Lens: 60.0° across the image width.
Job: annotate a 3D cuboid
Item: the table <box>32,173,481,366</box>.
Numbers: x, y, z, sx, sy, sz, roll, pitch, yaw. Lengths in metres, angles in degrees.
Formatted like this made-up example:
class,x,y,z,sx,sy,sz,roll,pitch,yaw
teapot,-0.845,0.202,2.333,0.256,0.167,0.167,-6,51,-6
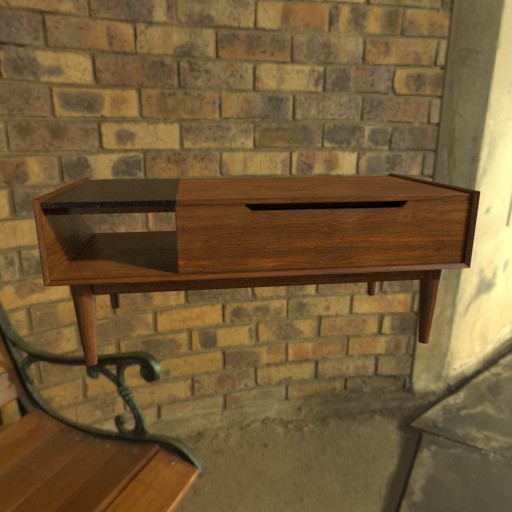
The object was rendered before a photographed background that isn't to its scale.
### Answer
class,x,y,z,sx,sy,sz,roll,pitch,yaw
table,0.000,0.000,1.555,1.221,0.508,0.610,-2,16,-8
